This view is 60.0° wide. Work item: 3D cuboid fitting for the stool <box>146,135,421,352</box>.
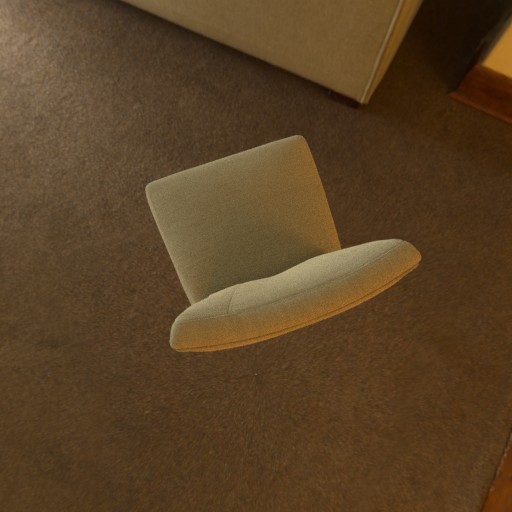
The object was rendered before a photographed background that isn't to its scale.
[{"bbox_3d":[0.000,0.000,1.400,0.514,1.086,0.574,-19,76,-5],"label":"stool"}]
